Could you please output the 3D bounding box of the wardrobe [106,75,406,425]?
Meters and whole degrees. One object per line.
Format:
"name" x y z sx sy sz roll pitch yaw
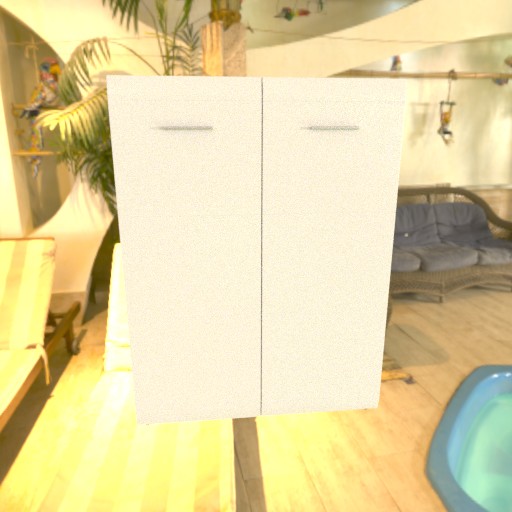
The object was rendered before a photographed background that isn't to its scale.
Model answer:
"wardrobe" 0.000 0.000 1.633 0.900 1.200 0.360 -2 16 -6
